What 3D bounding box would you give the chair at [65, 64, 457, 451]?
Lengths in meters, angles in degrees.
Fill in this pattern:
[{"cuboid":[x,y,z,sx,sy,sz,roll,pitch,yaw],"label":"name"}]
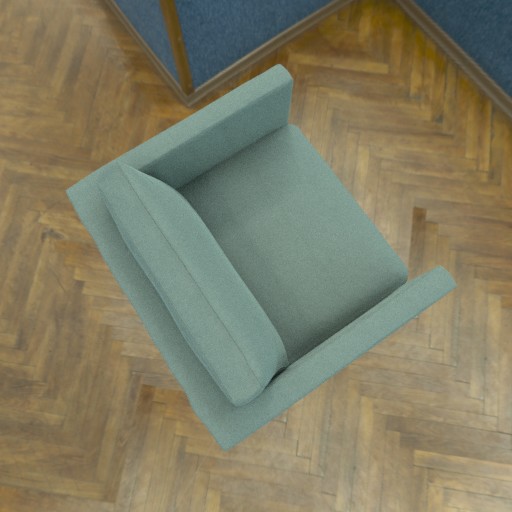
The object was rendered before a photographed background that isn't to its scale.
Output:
[{"cuboid":[0.000,0.000,1.745,0.949,0.863,1.057,-33,78,-8],"label":"chair"}]
